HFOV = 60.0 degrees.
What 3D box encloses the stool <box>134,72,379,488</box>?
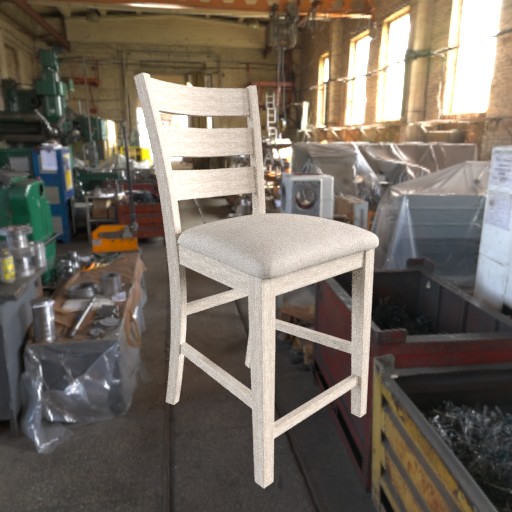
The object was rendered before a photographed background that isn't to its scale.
[{"bbox_3d":[0.000,0.000,1.334,0.484,1.032,0.569,-13,20,-42],"label":"stool"}]
